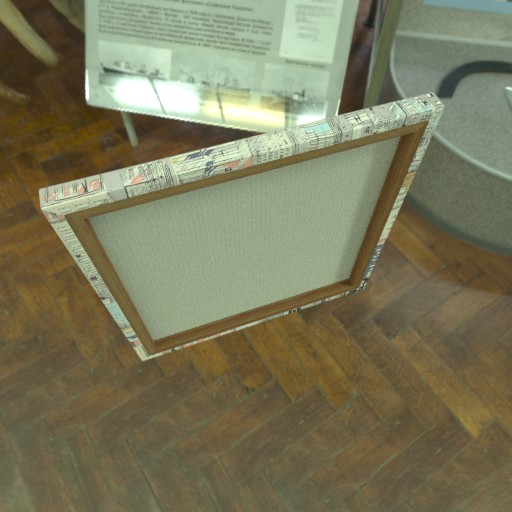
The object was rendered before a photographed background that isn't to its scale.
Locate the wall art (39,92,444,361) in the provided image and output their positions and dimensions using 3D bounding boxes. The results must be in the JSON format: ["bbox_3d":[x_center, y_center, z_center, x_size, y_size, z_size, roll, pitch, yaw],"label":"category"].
[{"bbox_3d":[0.000,0.000,1.122,0.761,0.762,0.048,-17,60,-10],"label":"wall art"}]
